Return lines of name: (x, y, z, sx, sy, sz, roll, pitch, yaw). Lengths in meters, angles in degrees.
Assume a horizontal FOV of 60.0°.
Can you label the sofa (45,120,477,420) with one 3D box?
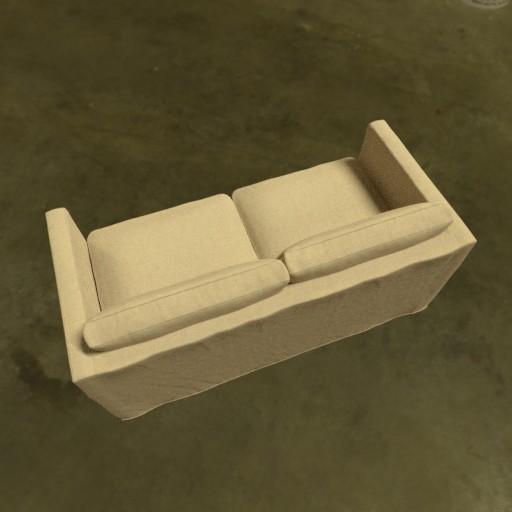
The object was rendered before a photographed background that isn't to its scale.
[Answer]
sofa: (0.000, 0.000, 2.413, 1.959, 0.835, 0.962, -18, 60, -11)
